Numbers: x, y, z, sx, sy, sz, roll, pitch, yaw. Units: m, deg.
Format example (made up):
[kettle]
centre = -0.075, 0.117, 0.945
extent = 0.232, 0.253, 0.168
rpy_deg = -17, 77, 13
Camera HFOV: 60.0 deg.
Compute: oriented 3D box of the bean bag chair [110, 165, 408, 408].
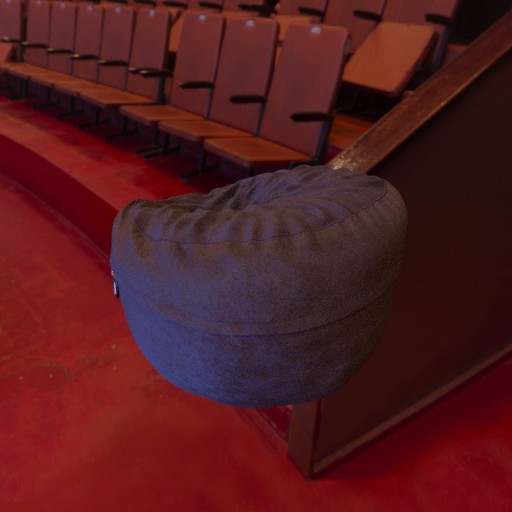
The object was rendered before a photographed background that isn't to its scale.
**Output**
[bean bag chair]
centre = 0.000, 0.000, 1.994
extent = 1.245, 0.821, 1.245
rpy_deg = 0, 30, 0
